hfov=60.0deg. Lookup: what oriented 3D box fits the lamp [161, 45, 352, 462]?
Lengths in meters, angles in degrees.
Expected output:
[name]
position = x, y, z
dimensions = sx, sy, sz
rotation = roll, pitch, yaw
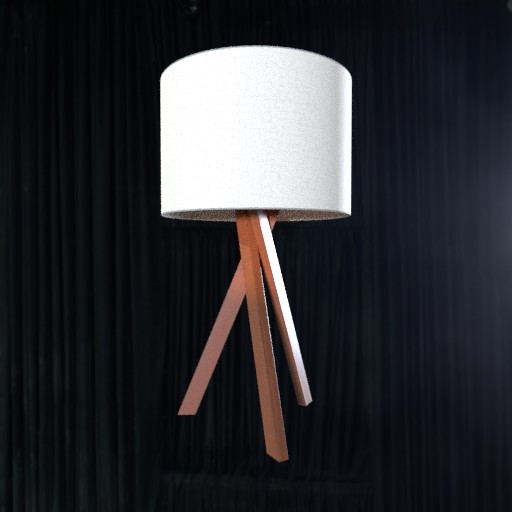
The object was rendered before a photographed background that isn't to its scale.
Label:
[lamp]
position = 0.000, 0.000, 0.910
dimensions = 0.380, 0.686, 0.380
rotation = 0, 1, 1
